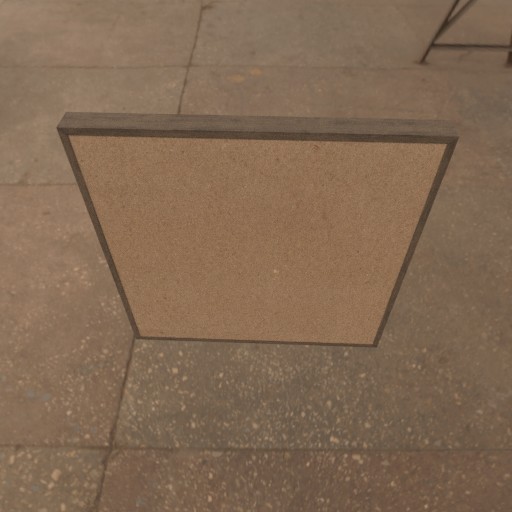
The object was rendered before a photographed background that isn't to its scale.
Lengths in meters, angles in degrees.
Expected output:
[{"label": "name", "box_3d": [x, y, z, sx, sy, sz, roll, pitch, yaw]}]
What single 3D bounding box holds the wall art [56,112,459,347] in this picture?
[{"label": "wall art", "box_3d": [0.000, 0.000, 0.759, 0.508, 0.508, 0.038, 2, 48, 2]}]
